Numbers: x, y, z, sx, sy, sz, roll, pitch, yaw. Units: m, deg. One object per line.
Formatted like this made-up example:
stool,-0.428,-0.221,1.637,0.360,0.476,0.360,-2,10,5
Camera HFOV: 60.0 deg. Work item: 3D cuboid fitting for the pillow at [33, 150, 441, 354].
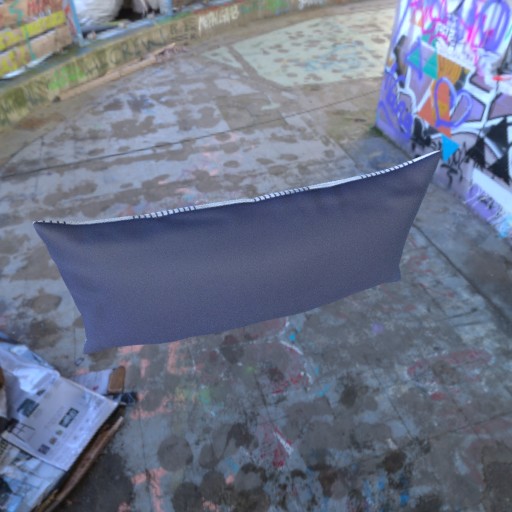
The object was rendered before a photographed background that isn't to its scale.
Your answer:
pillow,0.000,0.000,0.727,0.610,0.287,0.151,-12,43,-13
